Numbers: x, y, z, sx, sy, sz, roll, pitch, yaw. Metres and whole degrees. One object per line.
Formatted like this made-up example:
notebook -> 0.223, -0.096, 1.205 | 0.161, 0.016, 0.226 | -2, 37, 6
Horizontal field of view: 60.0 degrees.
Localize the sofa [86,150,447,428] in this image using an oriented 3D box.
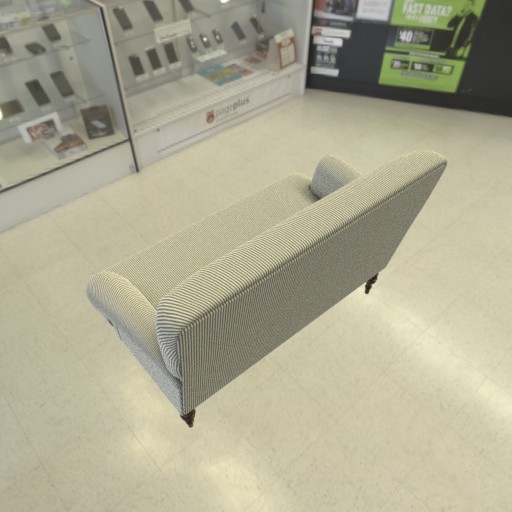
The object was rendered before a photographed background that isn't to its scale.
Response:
sofa -> 0.000, 0.000, 1.841 | 1.297, 0.889, 0.779 | -31, 54, -26
